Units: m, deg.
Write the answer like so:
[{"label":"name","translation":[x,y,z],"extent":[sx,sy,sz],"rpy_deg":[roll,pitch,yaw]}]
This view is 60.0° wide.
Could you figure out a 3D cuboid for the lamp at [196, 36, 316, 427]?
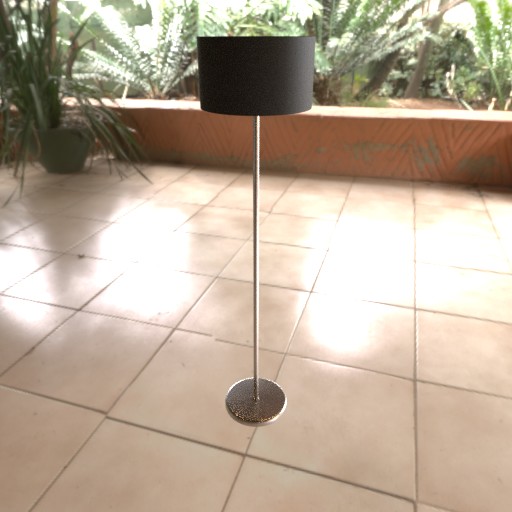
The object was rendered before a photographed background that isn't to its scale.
[{"label":"lamp","translation":[0.000,0.000,1.626],"extent":[0.348,1.443,0.348],"rpy_deg":[8,28,15]}]
